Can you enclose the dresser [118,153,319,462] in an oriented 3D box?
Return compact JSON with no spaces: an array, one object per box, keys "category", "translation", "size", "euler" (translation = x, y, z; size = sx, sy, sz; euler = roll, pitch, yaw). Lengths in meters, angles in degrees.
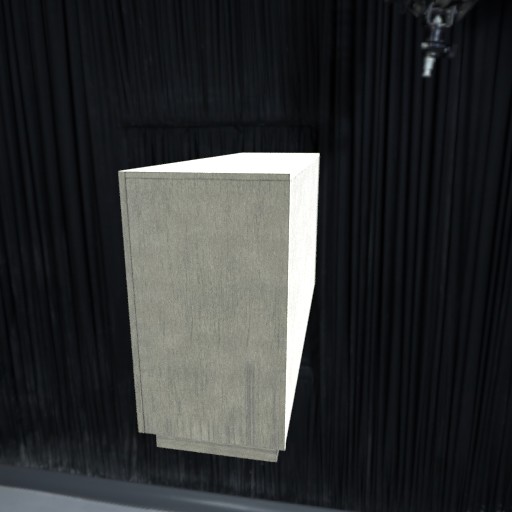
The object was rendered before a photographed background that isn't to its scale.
[{"category":"dresser","translation":[0.000,0.000,2.078],"size":[0.483,0.889,1.628],"euler":[3,15,10]}]
